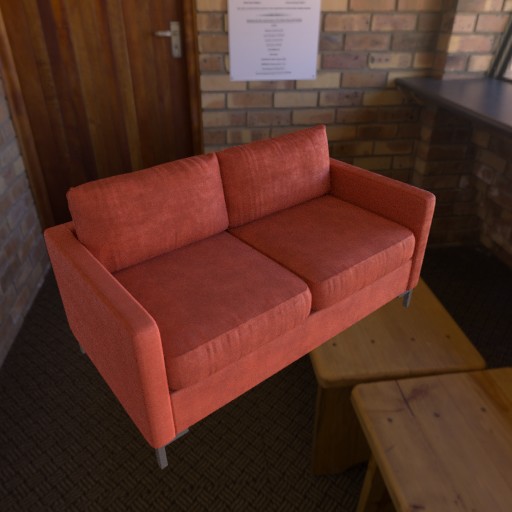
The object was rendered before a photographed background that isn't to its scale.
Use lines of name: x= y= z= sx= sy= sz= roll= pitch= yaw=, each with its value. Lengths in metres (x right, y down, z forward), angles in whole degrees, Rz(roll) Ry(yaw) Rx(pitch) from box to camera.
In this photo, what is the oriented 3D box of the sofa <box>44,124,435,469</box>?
sofa: x=0.000 y=0.000 z=2.061 sx=1.574 sy=0.896 sz=0.864 roll=-23 pitch=37 yaw=-33
